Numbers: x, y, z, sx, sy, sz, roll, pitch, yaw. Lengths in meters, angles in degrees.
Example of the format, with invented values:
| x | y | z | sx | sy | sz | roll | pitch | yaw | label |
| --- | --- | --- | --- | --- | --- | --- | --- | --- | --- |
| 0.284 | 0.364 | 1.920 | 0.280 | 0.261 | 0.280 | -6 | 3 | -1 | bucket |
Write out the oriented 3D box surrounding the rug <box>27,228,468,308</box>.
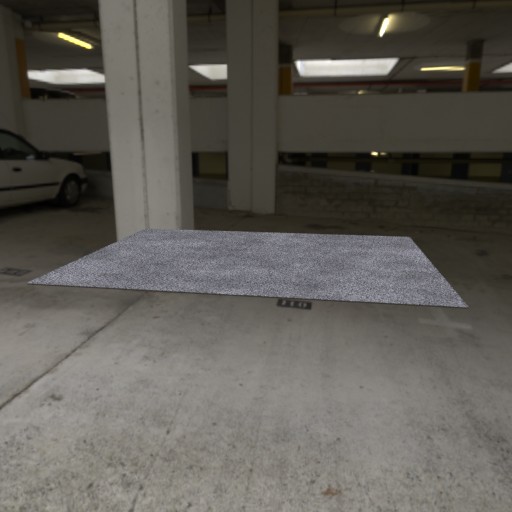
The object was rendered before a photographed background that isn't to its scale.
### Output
| x | y | z | sx | sy | sz | roll | pitch | yaw | label |
| --- | --- | --- | --- | --- | --- | --- | --- | --- | --- |
| 0.000 | 0.000 | 2.965 | 2.235 | 0.008 | 1.600 | 2 | 14 | 9 | rug |
